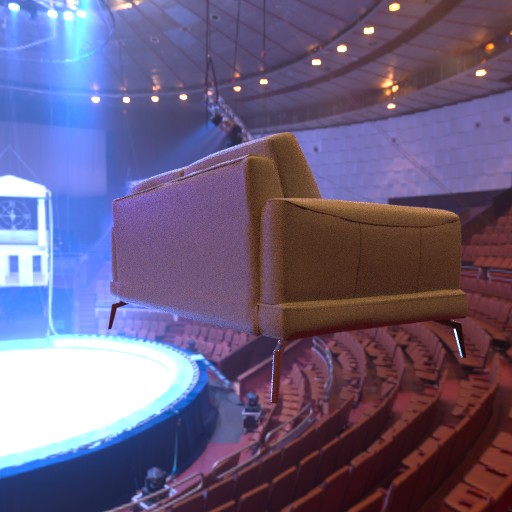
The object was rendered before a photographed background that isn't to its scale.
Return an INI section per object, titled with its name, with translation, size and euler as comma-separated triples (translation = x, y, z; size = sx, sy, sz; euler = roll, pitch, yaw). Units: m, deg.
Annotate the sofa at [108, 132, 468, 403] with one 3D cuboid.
[sofa]
translation = 0.000, 0.000, 2.411
size = 1.121, 0.930, 1.819
euler = 0, 0, -35
